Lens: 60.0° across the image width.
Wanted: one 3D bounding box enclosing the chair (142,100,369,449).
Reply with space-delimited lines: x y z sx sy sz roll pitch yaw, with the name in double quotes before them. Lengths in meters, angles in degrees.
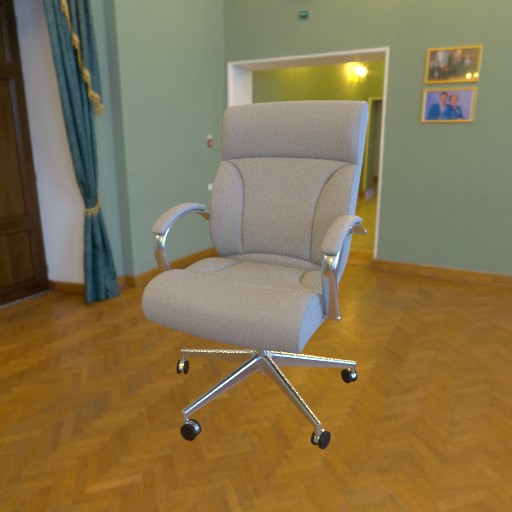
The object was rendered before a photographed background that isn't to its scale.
"chair" 0.000 0.000 1.609 0.727 1.099 0.745 7 17 26
